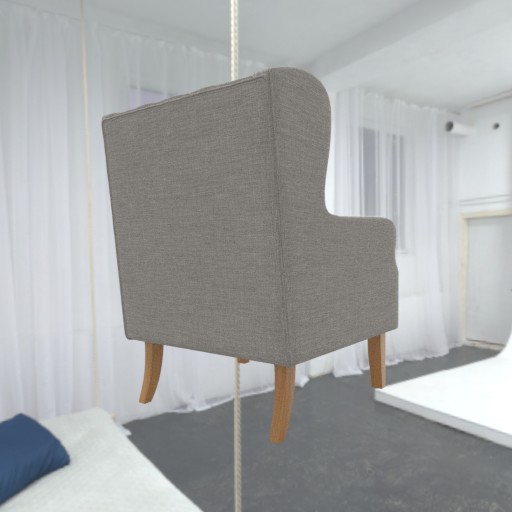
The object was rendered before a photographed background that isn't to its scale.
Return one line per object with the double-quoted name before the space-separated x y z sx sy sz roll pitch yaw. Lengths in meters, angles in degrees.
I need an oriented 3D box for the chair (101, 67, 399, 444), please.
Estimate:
"chair" 0.000 0.000 1.470 0.710 0.930 0.760 0 1 35
